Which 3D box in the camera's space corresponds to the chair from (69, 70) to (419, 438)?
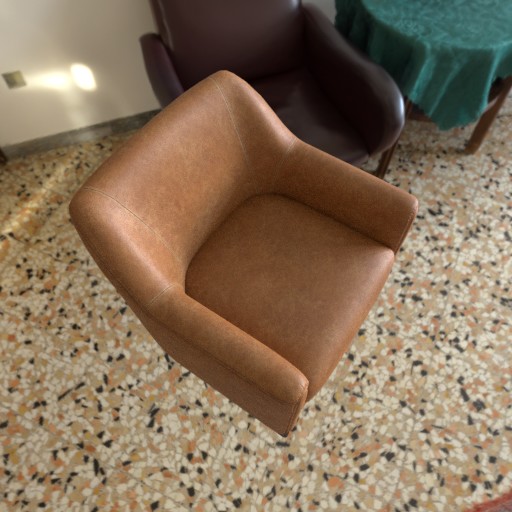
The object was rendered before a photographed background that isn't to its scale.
[{"bbox_3d":[0.000,0.000,1.900,1.034,0.980,1.037,30,63,17],"label":"chair"}]
